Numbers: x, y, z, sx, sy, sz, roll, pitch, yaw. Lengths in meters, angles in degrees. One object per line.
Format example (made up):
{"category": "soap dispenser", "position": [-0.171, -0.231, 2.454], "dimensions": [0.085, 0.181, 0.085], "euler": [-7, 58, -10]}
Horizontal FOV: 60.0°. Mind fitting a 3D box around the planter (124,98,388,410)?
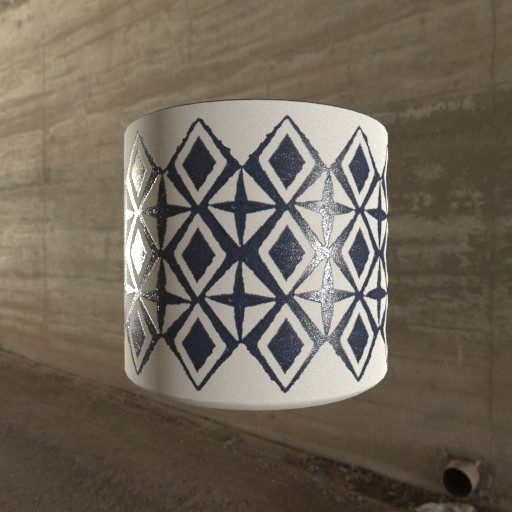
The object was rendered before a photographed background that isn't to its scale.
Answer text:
{"category": "planter", "position": [0.000, 0.000, 0.279], "dimensions": [0.159, 0.144, 0.159], "euler": [0, 1, 0]}
